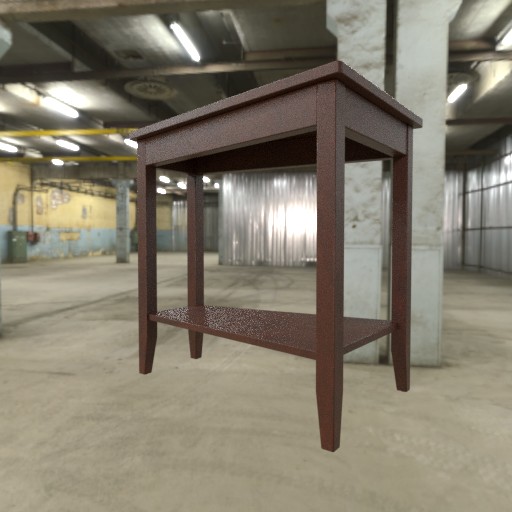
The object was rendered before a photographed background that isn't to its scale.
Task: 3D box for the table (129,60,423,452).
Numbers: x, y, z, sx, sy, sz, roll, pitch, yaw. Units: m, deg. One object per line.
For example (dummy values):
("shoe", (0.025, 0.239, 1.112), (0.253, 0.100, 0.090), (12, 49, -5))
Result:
("table", (0.000, 0.000, 0.988), (0.605, 0.589, 0.399), (2, 2, 37))
